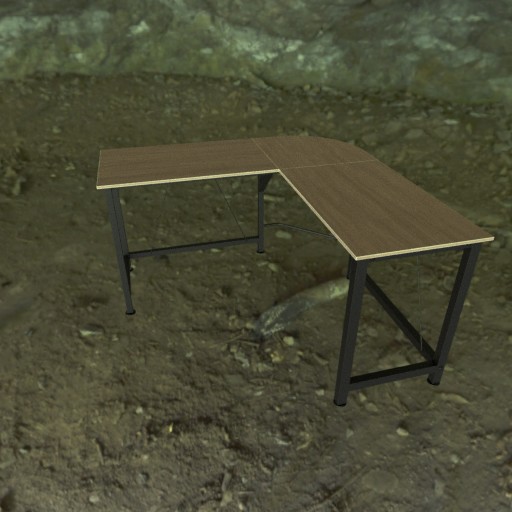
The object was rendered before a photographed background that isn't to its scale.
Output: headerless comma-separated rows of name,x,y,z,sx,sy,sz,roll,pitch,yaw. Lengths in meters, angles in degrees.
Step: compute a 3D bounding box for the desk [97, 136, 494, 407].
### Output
desk,0.000,0.000,2.214,1.400,0.762,1.400,-8,32,-13
